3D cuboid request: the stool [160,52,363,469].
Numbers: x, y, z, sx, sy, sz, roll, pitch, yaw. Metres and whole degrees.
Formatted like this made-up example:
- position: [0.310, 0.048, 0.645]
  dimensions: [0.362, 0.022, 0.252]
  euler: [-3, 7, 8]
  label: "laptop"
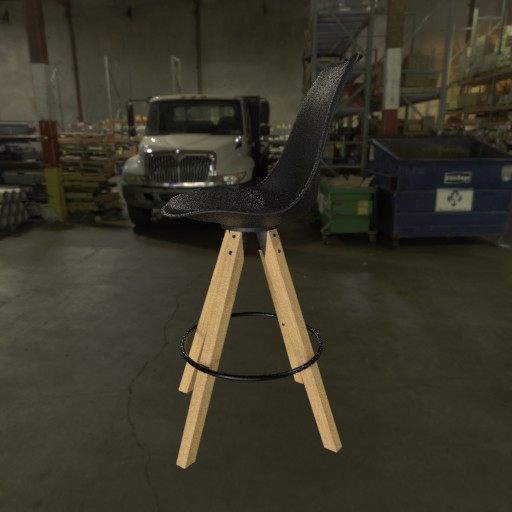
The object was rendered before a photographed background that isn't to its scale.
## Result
- position: [0.000, 0.000, 1.342]
  dimensions: [0.550, 1.115, 0.485]
  euler: [-2, 16, -8]
  label: "stool"
